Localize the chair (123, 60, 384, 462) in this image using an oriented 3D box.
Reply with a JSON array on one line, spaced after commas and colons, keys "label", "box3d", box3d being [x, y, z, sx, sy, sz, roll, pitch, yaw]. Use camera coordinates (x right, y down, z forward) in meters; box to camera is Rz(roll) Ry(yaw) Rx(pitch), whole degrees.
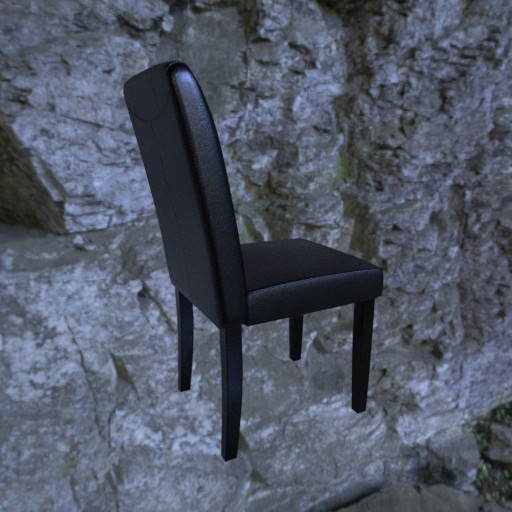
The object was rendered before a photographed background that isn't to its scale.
[{"label": "chair", "box3d": [0.000, 0.000, 1.182, 0.556, 0.897, 0.399, -8, 17, -27]}]
